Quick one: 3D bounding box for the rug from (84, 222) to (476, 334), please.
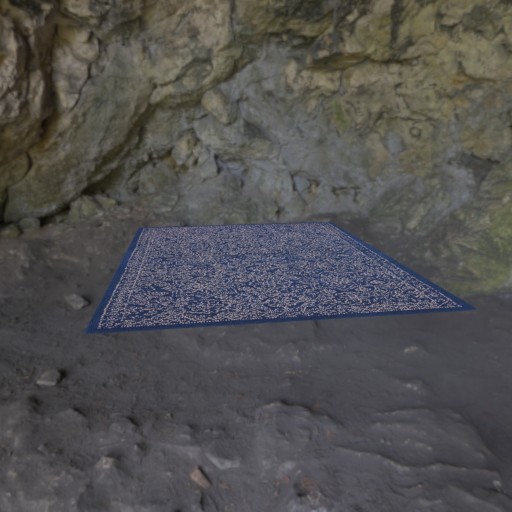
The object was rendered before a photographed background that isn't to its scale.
[{"bbox_3d":[0.000,0.000,4.141,2.438,0.010,3.048,-2,15,-8],"label":"rug"}]
